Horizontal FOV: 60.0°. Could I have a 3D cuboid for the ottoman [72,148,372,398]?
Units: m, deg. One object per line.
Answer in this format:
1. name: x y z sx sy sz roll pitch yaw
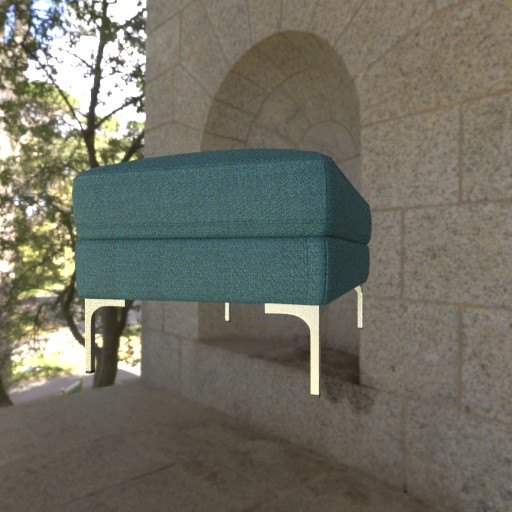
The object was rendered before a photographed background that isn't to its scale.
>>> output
1. ottoman: 0.000 0.000 1.223 0.563 0.498 0.856 0 0 19
